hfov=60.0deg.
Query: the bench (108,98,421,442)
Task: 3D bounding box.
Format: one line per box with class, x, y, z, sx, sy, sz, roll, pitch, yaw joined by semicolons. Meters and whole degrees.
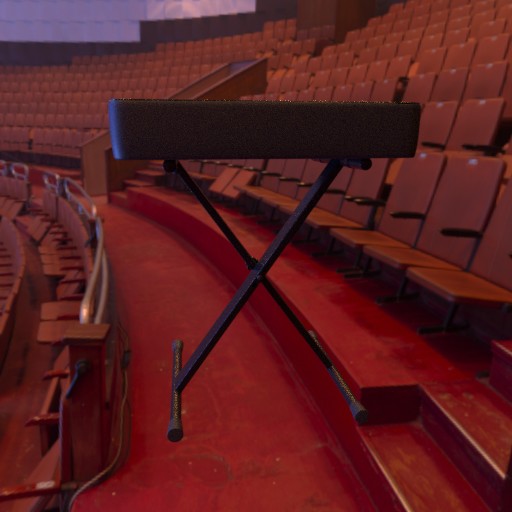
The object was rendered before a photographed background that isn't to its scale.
bench;0.000;0.000;0.789;0.424;0.500;0.321;-2;15;-9
